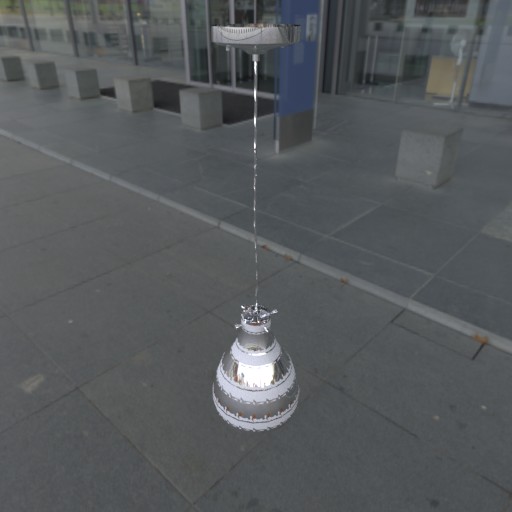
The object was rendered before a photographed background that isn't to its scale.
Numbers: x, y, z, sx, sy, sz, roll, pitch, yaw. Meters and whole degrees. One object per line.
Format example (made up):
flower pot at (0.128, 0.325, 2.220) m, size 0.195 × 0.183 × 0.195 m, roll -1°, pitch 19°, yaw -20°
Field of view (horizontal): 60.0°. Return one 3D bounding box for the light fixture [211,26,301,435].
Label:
light fixture at (0.000, 0.000, 1.578) m, size 0.374 × 1.457 × 0.374 m, roll -17°, pitch 34°, yaw -28°
